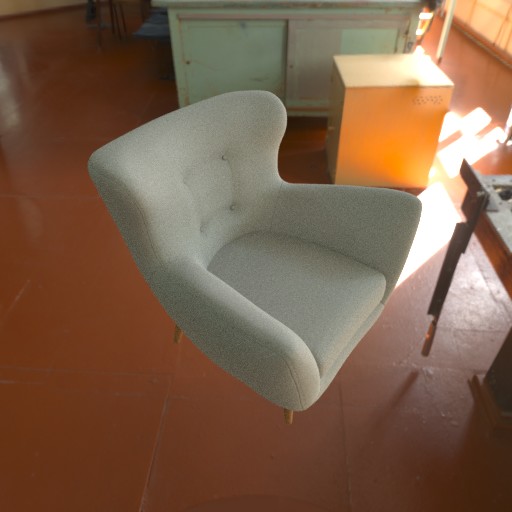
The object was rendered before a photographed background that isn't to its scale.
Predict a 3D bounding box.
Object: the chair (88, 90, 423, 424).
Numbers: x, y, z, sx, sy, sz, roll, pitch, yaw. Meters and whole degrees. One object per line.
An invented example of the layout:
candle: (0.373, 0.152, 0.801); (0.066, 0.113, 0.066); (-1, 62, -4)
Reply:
chair: (0.000, 0.000, 1.613); (0.889, 0.889, 0.890); (26, 46, 28)
